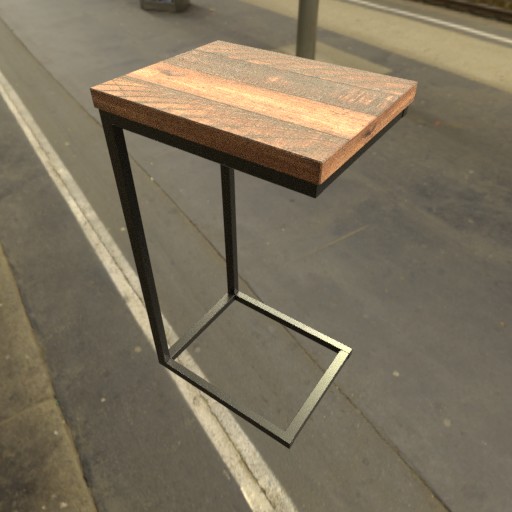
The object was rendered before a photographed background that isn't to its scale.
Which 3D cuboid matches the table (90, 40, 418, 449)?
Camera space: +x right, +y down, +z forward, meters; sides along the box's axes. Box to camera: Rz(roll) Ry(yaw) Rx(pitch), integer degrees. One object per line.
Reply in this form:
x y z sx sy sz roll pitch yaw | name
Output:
0.000 0.000 0.938 0.414 0.718 0.323 25 47 26 | table
